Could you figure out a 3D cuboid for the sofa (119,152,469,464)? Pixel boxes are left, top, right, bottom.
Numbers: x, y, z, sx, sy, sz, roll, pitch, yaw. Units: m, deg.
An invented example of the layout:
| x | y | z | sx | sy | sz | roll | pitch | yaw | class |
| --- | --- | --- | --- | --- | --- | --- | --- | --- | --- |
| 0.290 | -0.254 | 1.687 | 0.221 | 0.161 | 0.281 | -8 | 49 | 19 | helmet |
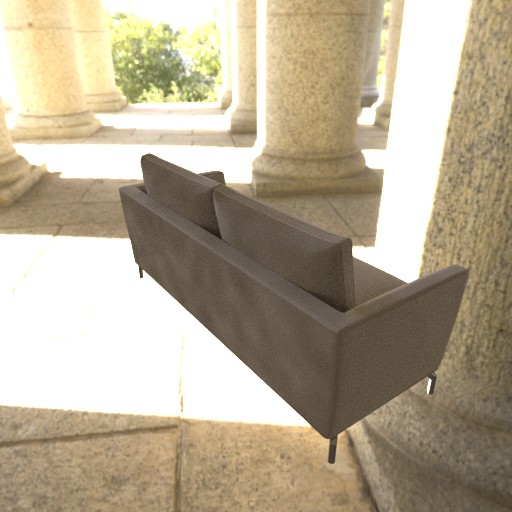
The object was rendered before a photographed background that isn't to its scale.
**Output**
| x | y | z | sx | sy | sz | roll | pitch | yaw | class |
| --- | --- | --- | --- | --- | --- | --- | --- | --- | --- |
| 0.000 | 0.000 | 2.713 | 0.868 | 1.005 | 2.214 | -17 | 31 | -32 | sofa |
